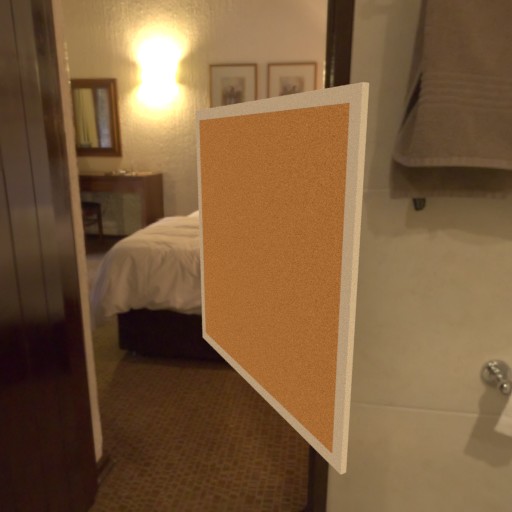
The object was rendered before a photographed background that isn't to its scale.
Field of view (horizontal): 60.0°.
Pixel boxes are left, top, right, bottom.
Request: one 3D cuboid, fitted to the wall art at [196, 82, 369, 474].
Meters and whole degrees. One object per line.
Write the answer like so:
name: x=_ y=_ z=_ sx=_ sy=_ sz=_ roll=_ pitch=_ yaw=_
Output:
wall art: x=0.000 y=0.000 z=0.690 sx=0.009 sy=0.457 sz=0.456 roll=-8 pitch=16 yaw=-28
